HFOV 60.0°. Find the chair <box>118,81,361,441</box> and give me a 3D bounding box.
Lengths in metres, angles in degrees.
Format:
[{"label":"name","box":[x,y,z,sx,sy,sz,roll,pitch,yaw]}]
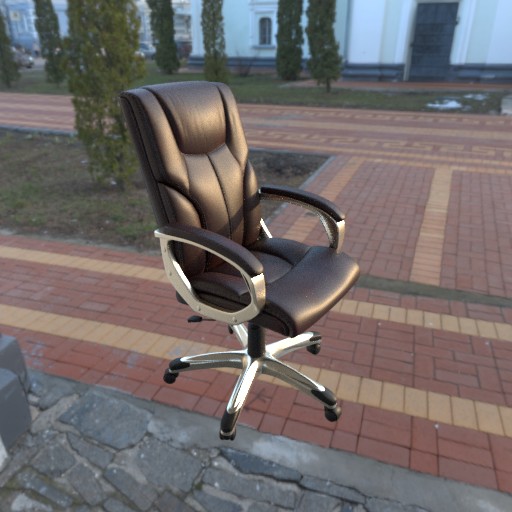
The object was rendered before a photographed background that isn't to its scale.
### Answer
[{"label":"chair","box":[0.000,0.000,1.551,0.739,1.107,0.662,17,30,32]}]
